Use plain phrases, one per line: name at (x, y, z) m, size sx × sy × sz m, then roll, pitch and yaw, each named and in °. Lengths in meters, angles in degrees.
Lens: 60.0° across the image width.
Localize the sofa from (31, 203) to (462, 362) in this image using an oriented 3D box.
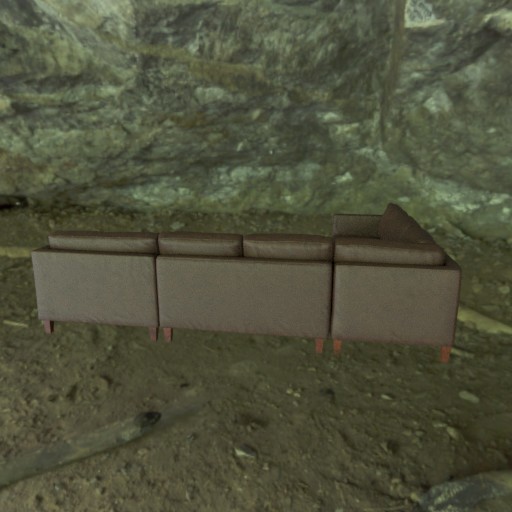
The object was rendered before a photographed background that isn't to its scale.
sofa at (0.000, 0.000, 4.712) m, size 3.460 × 0.923 × 2.593 m, roll 2°, pitch 14°, yaw 9°
